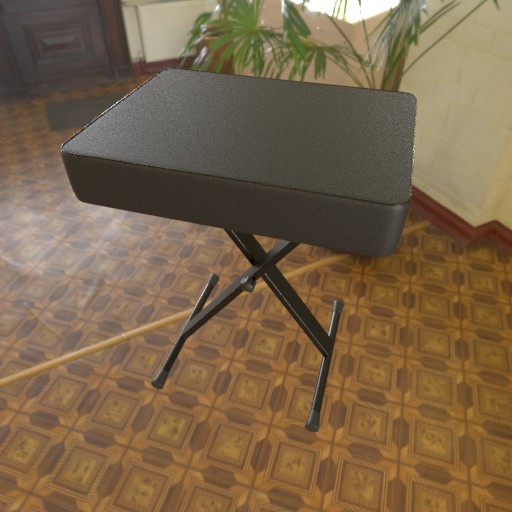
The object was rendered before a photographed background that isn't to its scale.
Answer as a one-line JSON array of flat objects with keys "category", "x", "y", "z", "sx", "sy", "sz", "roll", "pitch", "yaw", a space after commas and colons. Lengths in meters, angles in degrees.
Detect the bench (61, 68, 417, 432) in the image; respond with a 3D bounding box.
[{"category": "bench", "x": 0.000, "y": 0.000, "z": 0.773, "sx": 0.424, "sy": 0.500, "sz": 0.321, "roll": 11, "pitch": 42, "yaw": 12}]
